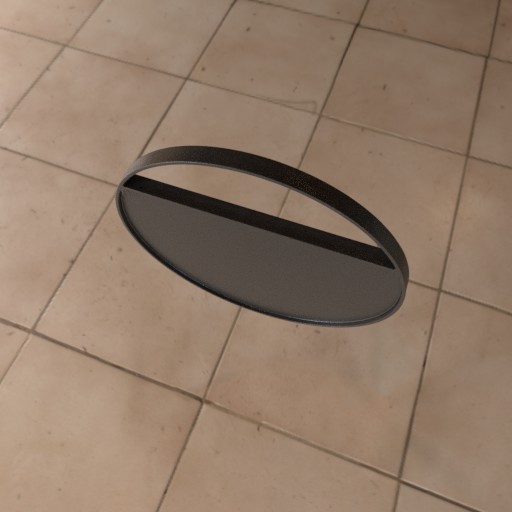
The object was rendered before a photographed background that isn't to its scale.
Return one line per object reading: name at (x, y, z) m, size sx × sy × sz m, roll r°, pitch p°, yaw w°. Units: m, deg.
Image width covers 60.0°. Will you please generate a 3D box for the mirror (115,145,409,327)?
mirror at (0.000, 0.000, 0.859) m, size 0.565 × 0.565 × 0.032 m, roll 18°, pitch 65°, yaw 9°
